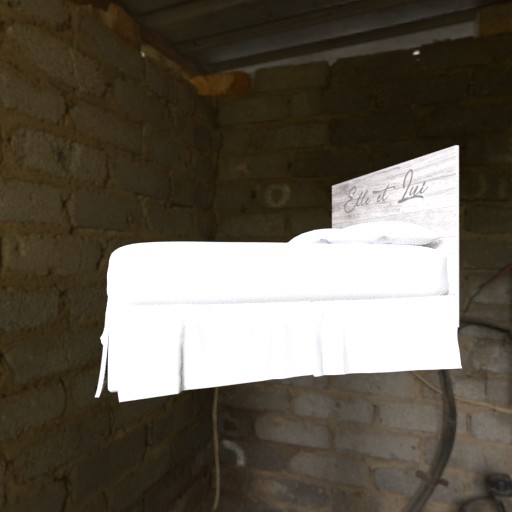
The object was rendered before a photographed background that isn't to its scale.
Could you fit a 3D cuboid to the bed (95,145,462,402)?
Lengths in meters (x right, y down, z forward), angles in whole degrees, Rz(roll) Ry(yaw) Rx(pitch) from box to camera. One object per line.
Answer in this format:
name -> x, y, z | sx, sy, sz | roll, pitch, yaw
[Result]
bed -> 0.000, 0.000, 3.089 | 2.094, 1.335, 1.745 | 0, 0, -18
